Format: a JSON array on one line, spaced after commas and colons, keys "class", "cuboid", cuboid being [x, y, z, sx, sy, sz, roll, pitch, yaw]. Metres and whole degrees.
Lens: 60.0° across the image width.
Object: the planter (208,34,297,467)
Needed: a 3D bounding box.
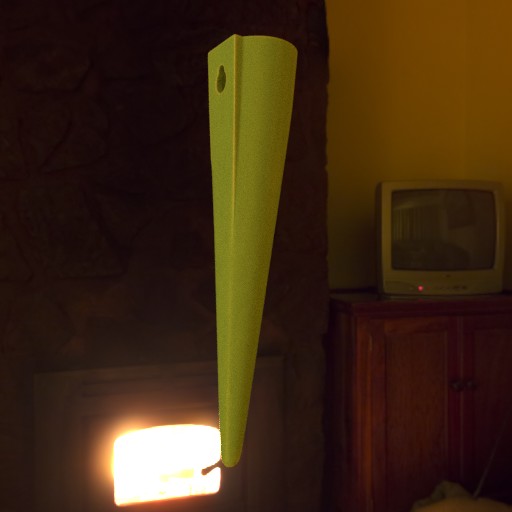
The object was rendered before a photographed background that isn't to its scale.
[{"class": "planter", "cuboid": [0.000, 0.000, 0.295, 0.055, 0.268, 0.054, 0, 1, -37]}]
